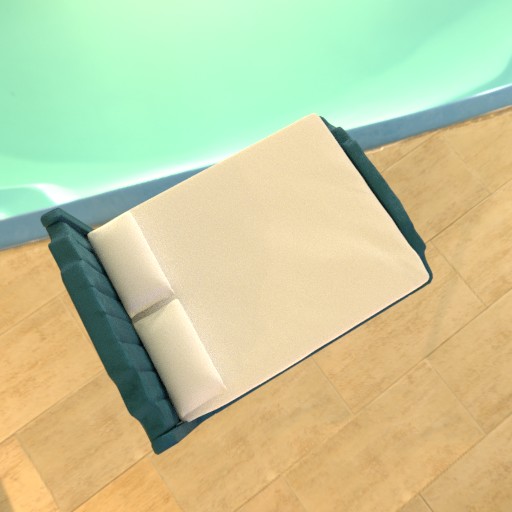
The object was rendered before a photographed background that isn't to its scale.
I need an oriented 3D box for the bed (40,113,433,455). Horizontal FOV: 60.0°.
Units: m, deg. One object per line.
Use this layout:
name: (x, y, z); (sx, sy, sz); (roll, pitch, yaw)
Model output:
bed: (0.000, 0.000, 3.313); (2.322, 1.338, 1.678); (-30, 78, -7)
